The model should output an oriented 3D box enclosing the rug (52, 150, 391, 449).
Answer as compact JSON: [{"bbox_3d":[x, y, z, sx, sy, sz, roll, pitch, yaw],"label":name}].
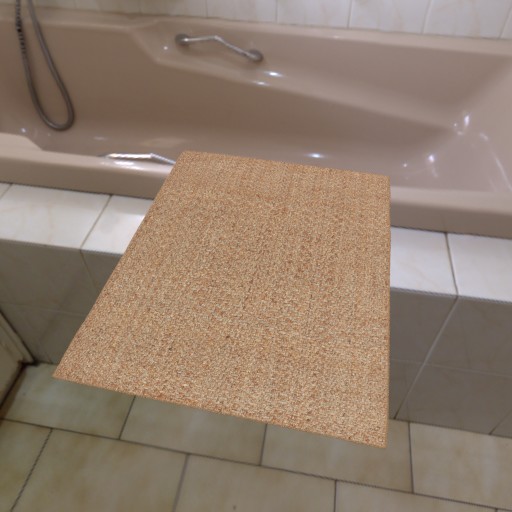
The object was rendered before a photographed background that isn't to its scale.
[{"bbox_3d":[0.000,0.000,4.100,2.439,0.013,3.048,9,47,8],"label":"rug"}]
